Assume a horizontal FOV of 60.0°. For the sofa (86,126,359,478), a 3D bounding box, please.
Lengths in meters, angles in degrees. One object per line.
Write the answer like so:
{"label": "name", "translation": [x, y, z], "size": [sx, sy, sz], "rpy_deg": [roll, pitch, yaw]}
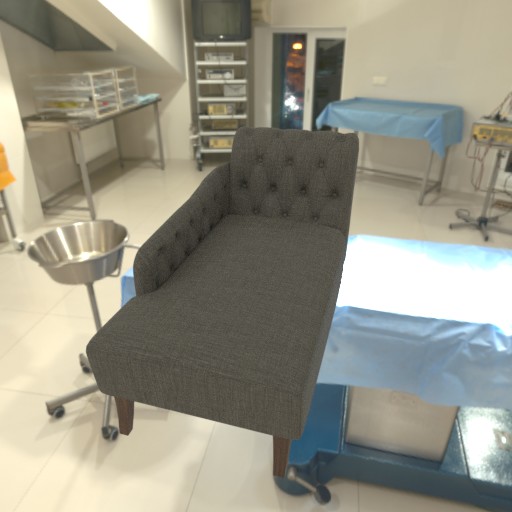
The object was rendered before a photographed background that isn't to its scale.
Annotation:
{"label": "sofa", "translation": [0.000, 0.000, 1.811], "size": [0.675, 0.787, 1.379], "rpy_deg": [8, 29, 15]}
